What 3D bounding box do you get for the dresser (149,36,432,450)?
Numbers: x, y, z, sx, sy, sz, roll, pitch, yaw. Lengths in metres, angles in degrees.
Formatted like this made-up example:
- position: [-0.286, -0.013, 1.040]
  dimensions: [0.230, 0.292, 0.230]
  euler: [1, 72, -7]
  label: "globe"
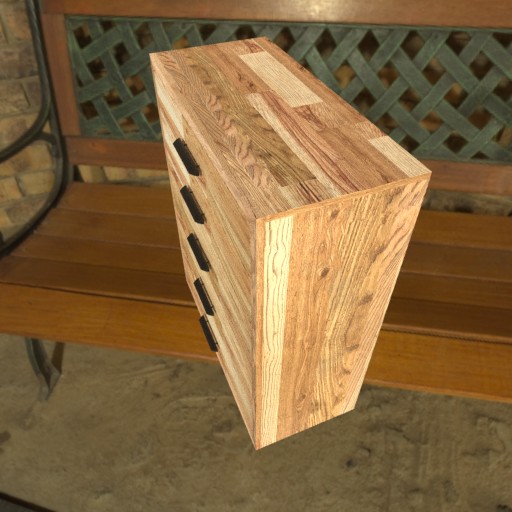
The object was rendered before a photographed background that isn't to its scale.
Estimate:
- position: [0.000, 0.000, 1.710]
  dimensions: [0.480, 1.243, 0.966]
  euler: [-16, 47, -16]
  label: "dresser"
